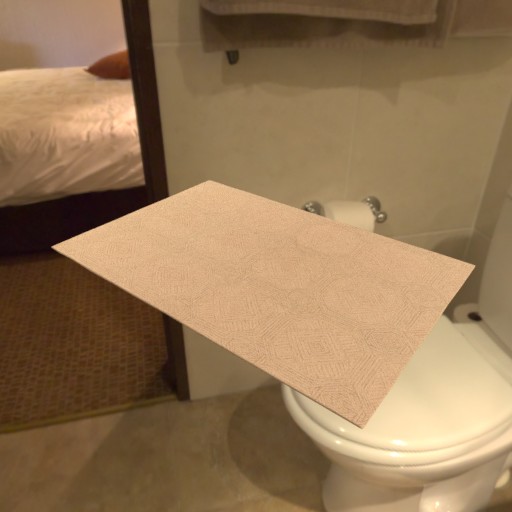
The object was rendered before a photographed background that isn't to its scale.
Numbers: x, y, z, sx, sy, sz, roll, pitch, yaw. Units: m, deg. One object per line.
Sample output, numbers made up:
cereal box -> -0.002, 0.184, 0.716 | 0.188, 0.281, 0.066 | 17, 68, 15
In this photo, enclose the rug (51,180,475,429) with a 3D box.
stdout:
rug -> 0.000, 0.000, 2.301 | 1.839, 0.009, 1.236 | 22, 38, 32
